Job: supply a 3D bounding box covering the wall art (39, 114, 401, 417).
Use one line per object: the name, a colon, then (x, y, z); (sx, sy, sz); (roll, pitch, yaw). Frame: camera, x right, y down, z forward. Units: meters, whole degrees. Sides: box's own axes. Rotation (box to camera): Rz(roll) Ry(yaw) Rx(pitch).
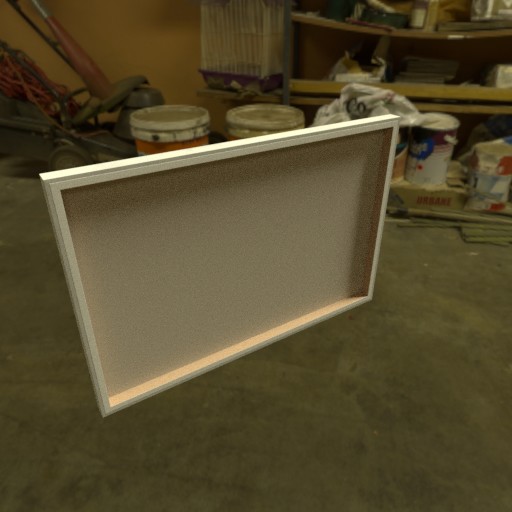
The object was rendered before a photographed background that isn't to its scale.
wall art: (0.000, 0.000, 1.160); (0.915, 0.610, 0.038); (-18, 34, -28)
